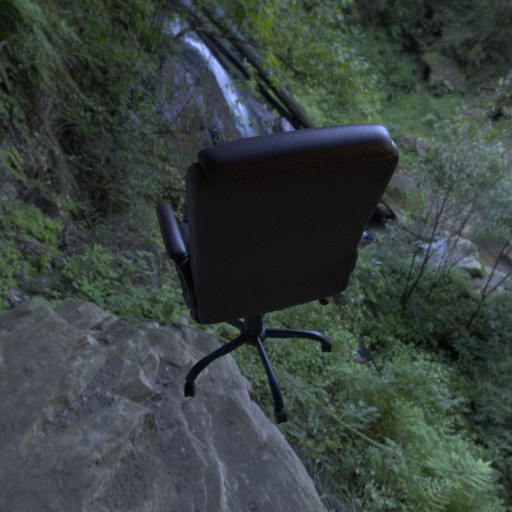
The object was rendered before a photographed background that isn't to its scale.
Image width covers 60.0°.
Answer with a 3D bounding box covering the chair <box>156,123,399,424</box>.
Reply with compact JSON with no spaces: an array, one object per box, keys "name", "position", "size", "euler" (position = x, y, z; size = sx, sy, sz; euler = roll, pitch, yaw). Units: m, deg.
[{"name":"chair","position":[0.000,0.000,1.441],"size":[0.615,1.072,0.655],"euler":[-12,41,-14]}]
